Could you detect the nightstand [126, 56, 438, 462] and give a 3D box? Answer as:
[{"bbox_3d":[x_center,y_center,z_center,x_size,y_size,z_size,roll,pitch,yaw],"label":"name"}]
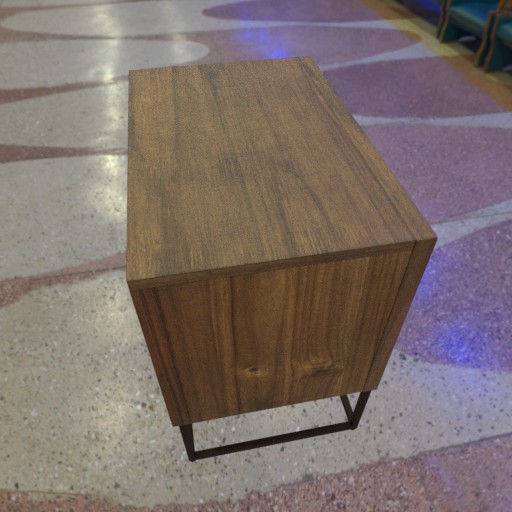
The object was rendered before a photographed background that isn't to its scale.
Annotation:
[{"bbox_3d":[0.000,0.000,0.985,0.437,0.610,0.610,-8,46,-8],"label":"nightstand"}]
